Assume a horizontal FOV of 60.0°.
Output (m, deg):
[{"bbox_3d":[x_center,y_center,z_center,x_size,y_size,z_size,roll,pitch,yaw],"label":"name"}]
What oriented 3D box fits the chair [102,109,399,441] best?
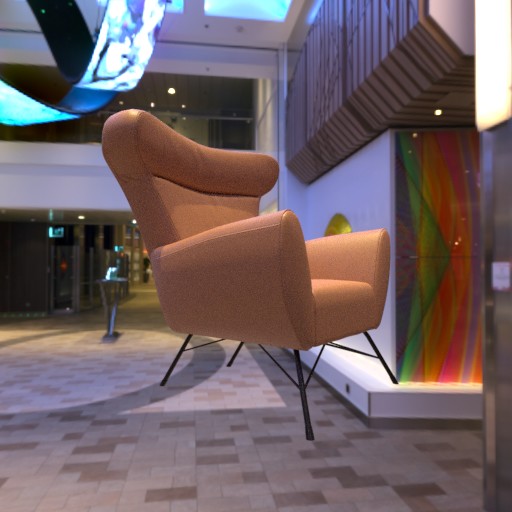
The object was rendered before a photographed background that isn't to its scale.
[{"bbox_3d":[0.000,0.000,1.787,0.900,1.050,0.980,-1,-2,36],"label":"chair"}]
